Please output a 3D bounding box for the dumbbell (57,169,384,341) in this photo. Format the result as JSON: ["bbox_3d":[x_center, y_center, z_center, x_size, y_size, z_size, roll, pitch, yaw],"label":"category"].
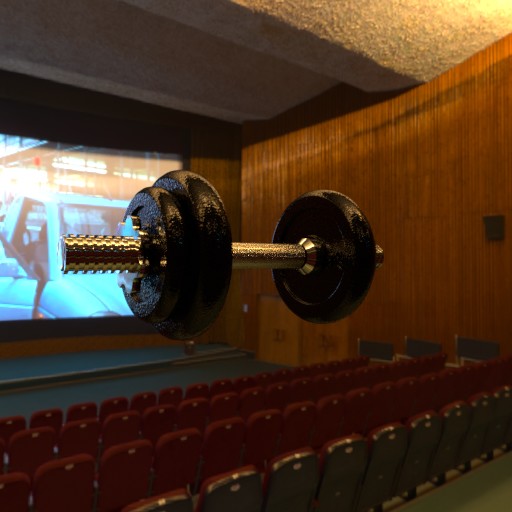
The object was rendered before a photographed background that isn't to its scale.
[{"bbox_3d":[0.000,0.000,0.599,0.497,0.202,0.202,1,-1,-37],"label":"dumbbell"}]
